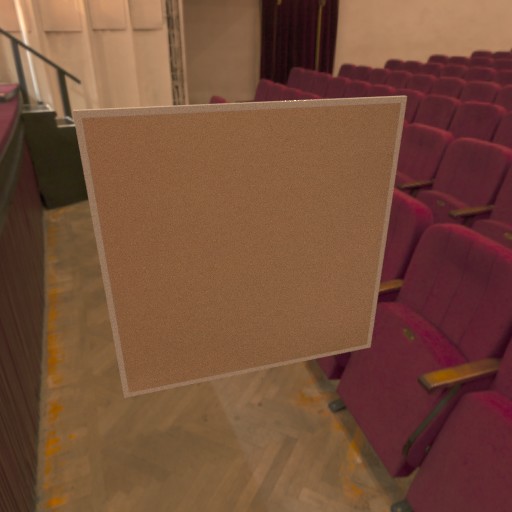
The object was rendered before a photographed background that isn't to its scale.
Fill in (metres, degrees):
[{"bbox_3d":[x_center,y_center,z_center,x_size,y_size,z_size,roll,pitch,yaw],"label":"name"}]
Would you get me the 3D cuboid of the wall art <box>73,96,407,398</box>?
[{"bbox_3d":[0.000,0.000,1.225,0.809,0.809,0.012,-8,28,-15],"label":"wall art"}]
